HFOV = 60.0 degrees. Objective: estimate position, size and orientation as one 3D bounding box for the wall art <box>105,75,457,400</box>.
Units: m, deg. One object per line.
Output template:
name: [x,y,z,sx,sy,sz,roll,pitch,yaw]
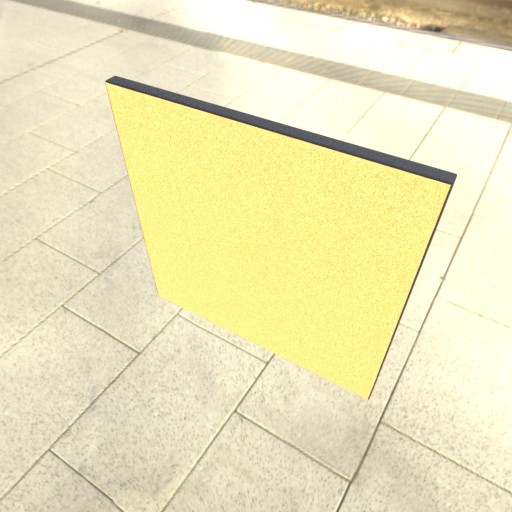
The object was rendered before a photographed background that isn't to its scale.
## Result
wall art: [0.000,0.000,0.680,0.456,0.453,0.022,23,50,21]
